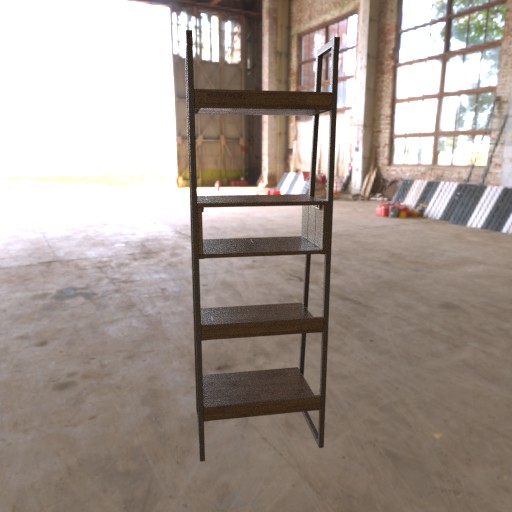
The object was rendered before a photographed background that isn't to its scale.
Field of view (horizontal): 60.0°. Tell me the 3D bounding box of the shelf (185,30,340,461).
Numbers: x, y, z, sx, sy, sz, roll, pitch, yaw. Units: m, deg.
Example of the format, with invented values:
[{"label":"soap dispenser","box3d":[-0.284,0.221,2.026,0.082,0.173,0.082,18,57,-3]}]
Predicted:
[{"label":"shelf","box3d":[0.000,0.000,2.281,0.652,2.005,0.454,-2,13,-10]}]
